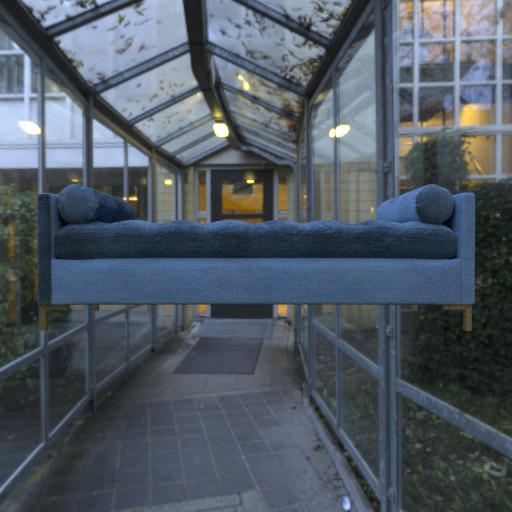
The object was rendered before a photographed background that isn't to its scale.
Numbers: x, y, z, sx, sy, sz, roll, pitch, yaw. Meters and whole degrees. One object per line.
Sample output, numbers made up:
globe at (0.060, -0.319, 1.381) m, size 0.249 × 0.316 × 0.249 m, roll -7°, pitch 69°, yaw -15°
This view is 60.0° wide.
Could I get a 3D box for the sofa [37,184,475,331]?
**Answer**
sofa at (0.000, 0.000, 2.474) m, size 2.102 × 0.705 × 0.796 m, roll 0°, pitch 1°, yaw 0°
